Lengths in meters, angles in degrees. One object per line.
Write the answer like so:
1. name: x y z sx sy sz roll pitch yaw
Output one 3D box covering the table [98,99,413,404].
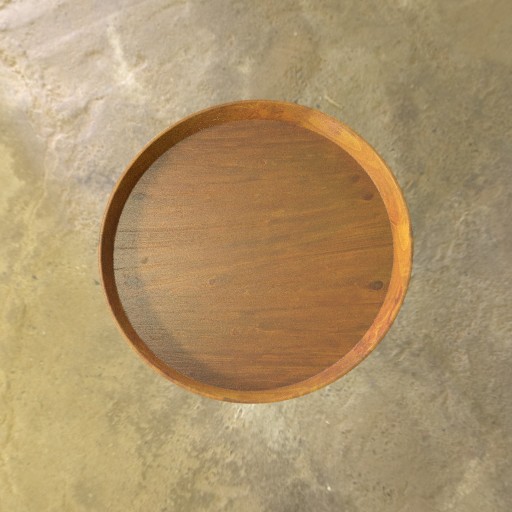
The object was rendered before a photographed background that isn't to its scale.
1. table: 0.000 0.000 1.645 1.016 0.470 1.016 0 77 0
